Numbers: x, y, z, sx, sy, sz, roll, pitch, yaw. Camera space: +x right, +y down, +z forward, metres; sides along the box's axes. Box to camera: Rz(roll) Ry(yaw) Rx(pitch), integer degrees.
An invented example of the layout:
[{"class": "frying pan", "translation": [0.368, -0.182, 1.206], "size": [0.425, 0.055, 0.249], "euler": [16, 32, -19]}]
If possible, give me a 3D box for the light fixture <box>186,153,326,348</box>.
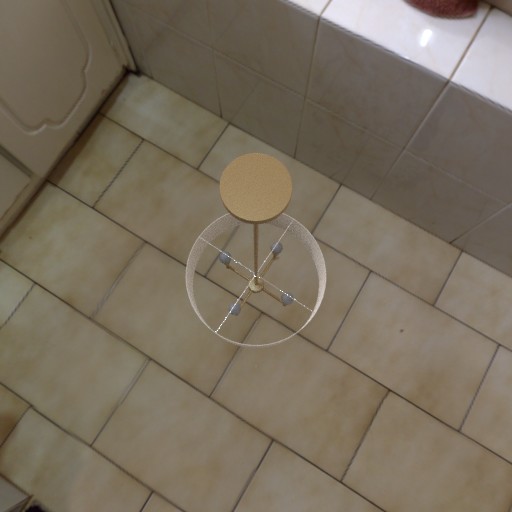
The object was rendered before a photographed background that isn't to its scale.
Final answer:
[{"class": "light fixture", "translation": [0.000, 0.000, 1.337], "size": [0.508, 1.067, 0.508], "euler": [0, 76, 0]}]
